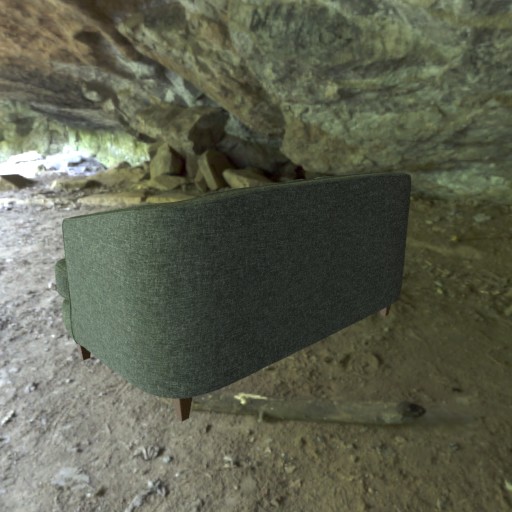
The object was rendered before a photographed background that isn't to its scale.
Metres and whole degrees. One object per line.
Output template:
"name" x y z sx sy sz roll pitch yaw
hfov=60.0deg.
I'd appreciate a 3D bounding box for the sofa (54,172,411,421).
"sofa" 0.000 0.000 2.278 1.733 0.855 0.941 -15 22 -41
